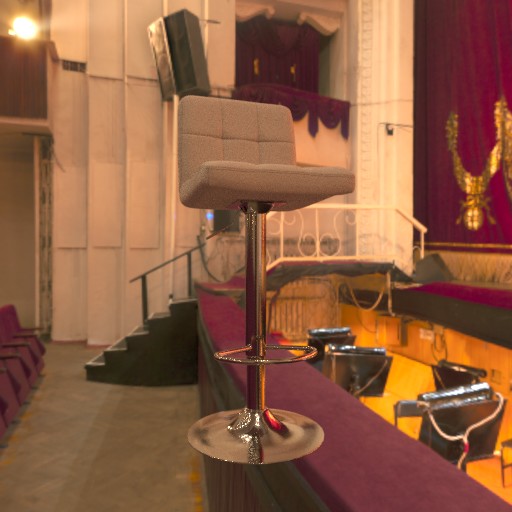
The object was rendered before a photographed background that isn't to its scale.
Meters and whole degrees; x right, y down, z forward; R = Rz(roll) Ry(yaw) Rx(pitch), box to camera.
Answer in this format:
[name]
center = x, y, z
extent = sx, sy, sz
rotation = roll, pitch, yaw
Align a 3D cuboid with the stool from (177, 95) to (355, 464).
[stool]
center = 0.000, 0.000, 1.386
extent = 0.430, 1.115, 0.505
rotation = 0, 0, -18
